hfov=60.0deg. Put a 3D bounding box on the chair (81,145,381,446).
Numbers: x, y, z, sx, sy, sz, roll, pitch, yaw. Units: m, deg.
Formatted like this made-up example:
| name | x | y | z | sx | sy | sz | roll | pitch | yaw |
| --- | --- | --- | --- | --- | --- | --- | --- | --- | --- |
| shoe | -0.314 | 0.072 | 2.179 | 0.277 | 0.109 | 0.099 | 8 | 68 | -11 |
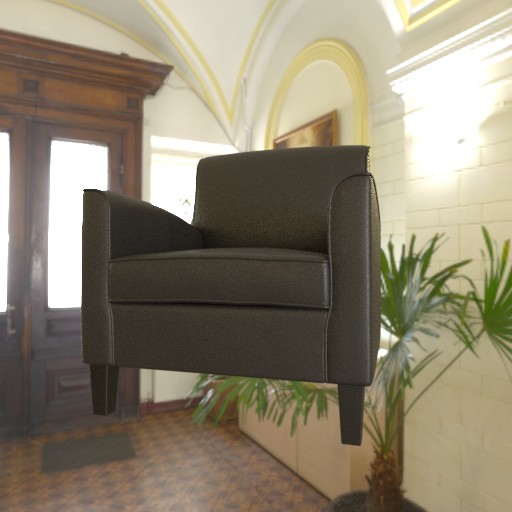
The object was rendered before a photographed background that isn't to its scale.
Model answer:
| name | x | y | z | sx | sy | sz | roll | pitch | yaw |
| --- | --- | --- | --- | --- | --- | --- | --- | --- | --- |
| chair | 0.000 | 0.000 | 1.522 | 0.820 | 0.916 | 0.819 | 0 | -1 | 17 |
